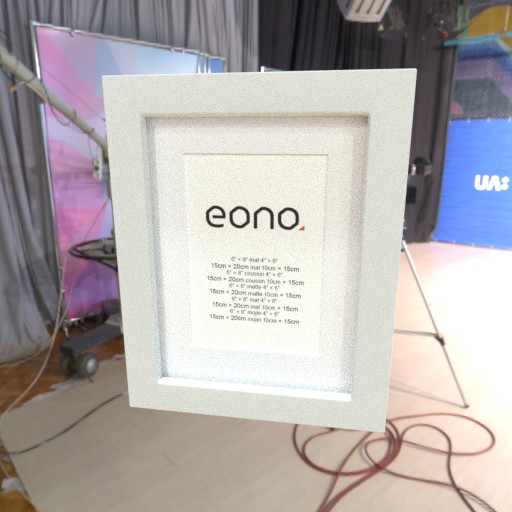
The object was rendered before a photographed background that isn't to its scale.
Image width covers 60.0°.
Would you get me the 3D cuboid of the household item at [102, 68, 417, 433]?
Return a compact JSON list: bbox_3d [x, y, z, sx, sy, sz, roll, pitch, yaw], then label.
[{"bbox_3d":[0.000,0.000,0.331,0.200,0.250,0.045,3,15,9],"label":"household item"}]
